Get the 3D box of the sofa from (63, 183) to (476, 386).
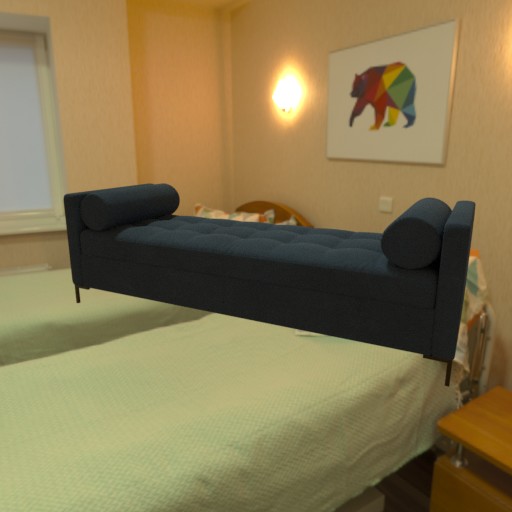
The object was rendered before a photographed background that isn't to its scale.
[{"bbox_3d":[0.000,0.000,2.302,1.981,0.635,0.686,7,16,26],"label":"sofa"}]
